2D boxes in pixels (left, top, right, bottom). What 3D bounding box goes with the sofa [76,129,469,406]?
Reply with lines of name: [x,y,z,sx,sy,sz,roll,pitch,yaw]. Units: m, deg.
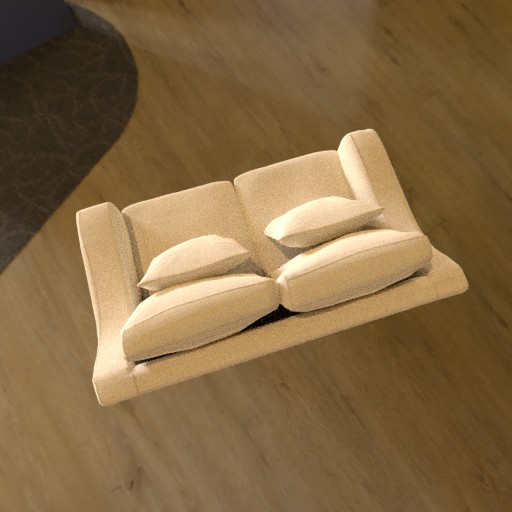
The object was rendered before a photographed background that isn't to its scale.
sofa: [0.000,0.000,2.373,1.744,1.047,1.040,-17,76,-4]
